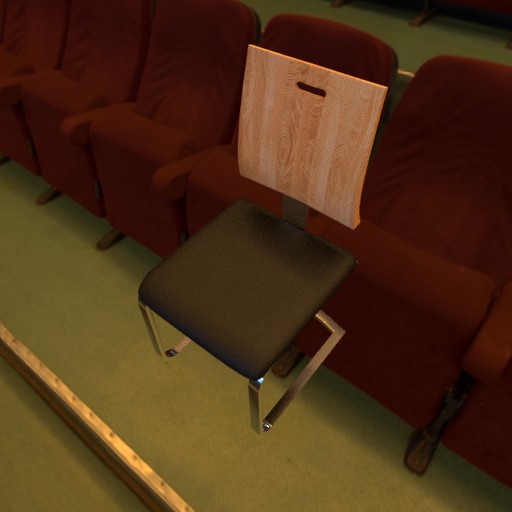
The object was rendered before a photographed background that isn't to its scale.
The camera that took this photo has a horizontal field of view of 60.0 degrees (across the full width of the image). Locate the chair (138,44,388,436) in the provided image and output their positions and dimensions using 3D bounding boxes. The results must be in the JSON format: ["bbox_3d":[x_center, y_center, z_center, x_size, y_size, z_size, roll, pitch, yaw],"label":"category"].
[{"bbox_3d":[0.000,0.000,1.248,0.462,0.936,0.560,30,53,26],"label":"chair"}]
